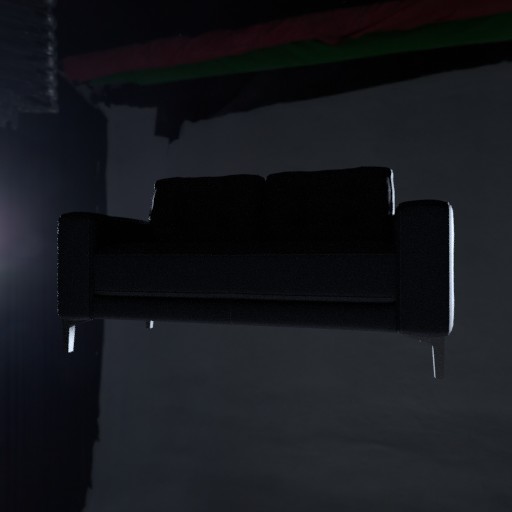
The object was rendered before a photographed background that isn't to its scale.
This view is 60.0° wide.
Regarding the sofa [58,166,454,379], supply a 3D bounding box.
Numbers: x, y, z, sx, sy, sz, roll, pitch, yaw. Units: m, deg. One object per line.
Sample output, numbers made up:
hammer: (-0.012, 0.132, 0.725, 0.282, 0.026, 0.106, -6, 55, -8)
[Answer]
sofa: (0.000, 0.000, 2.202, 1.726, 0.893, 0.833, 0, 0, 16)
